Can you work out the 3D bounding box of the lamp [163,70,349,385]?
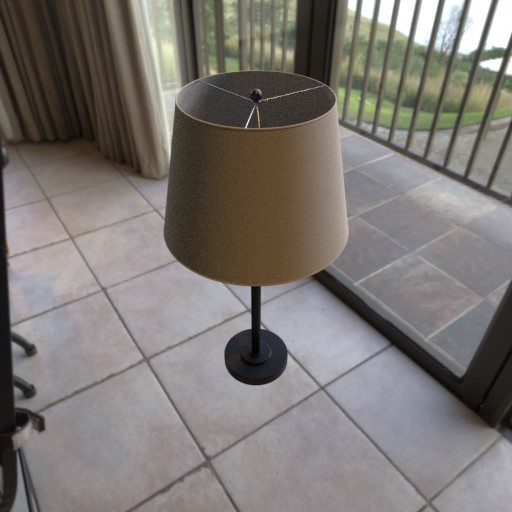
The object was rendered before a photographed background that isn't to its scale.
[{"bbox_3d":[0.000,0.000,0.935,0.363,0.696,0.363,0,40,0],"label":"lamp"}]
